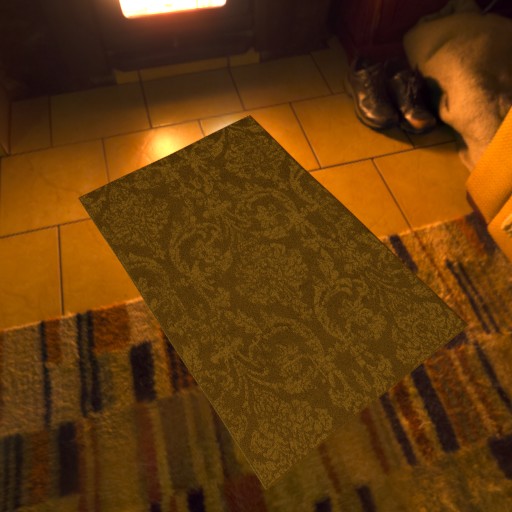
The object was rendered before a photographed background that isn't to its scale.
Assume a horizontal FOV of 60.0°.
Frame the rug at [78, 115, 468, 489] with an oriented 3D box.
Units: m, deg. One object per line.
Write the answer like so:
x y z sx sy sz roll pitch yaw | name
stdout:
0.000 0.000 2.333 1.206 0.012 1.824 -31 63 -18 | rug
